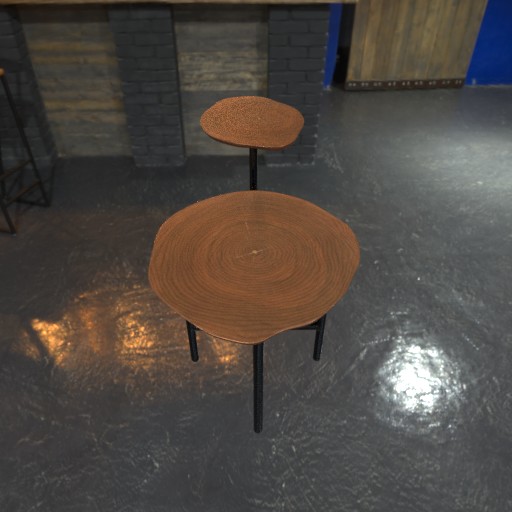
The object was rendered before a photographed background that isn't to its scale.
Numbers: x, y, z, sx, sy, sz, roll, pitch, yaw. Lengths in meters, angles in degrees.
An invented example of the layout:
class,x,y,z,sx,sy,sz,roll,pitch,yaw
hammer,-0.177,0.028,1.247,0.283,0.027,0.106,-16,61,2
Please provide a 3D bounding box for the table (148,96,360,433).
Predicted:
class,x,y,z,sx,sy,sz,roll,pitch,yaw
table,0.000,0.000,1.110,0.442,0.538,0.759,0,39,0
